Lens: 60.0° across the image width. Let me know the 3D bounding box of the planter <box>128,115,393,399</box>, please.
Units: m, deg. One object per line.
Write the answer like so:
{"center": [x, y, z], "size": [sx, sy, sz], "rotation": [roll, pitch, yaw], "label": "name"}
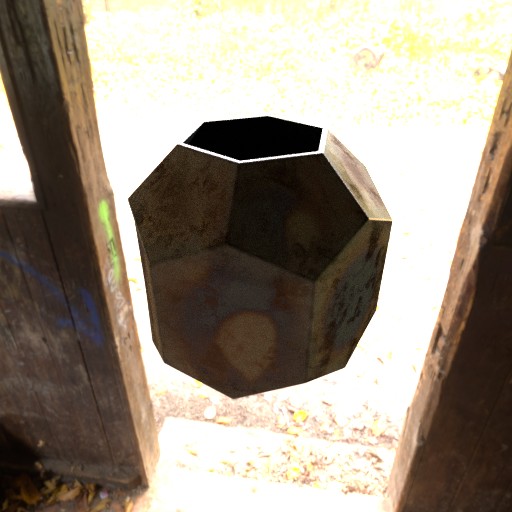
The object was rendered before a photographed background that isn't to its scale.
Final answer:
{"center": [0.000, 0.000, 0.432], "size": [0.221, 0.238, 0.243], "rotation": [-11, 34, -16], "label": "planter"}
